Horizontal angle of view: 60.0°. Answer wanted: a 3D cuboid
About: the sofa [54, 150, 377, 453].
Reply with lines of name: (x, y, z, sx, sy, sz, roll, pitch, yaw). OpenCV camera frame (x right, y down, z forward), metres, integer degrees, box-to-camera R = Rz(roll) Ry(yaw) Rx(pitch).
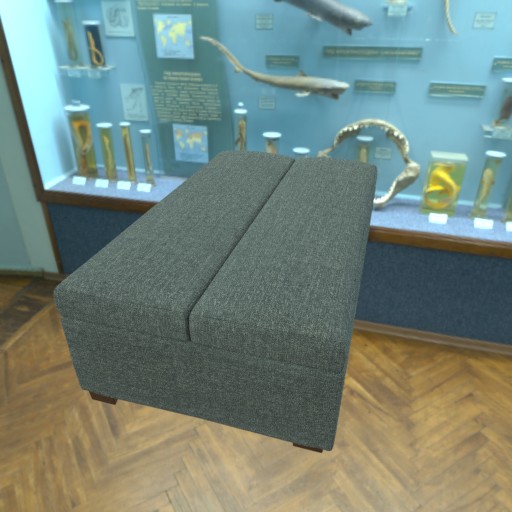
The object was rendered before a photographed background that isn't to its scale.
sofa: (0.000, 0.000, 1.600, 0.782, 0.417, 1.198, 8, 31, 14)
